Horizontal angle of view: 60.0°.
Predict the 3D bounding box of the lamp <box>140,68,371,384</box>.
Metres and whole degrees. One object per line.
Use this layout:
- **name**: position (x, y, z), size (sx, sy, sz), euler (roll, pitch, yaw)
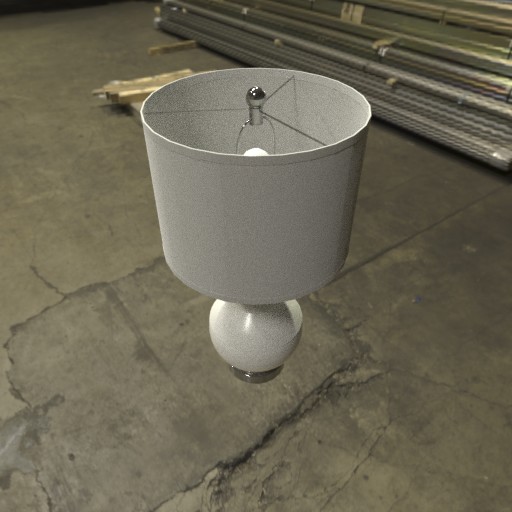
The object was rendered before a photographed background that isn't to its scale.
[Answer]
- **lamp**: position (0.000, 0.000, 0.893), size (0.357, 0.673, 0.357), euler (-25, 46, -27)
